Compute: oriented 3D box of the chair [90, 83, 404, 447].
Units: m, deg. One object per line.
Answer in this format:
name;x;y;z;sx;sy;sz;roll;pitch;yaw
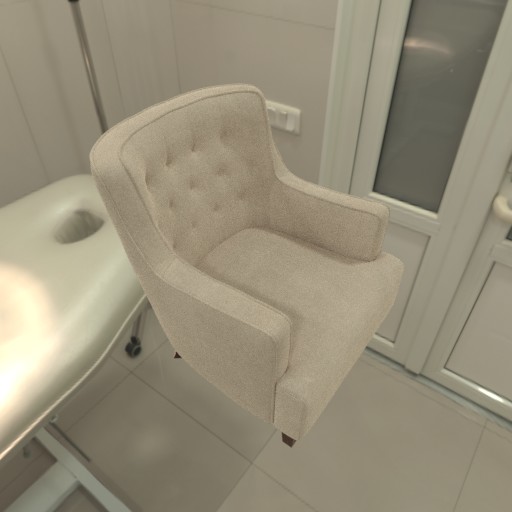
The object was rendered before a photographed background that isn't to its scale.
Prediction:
chair;0.000;0.000;1.624;0.910;0.920;0.781;26;48;26
